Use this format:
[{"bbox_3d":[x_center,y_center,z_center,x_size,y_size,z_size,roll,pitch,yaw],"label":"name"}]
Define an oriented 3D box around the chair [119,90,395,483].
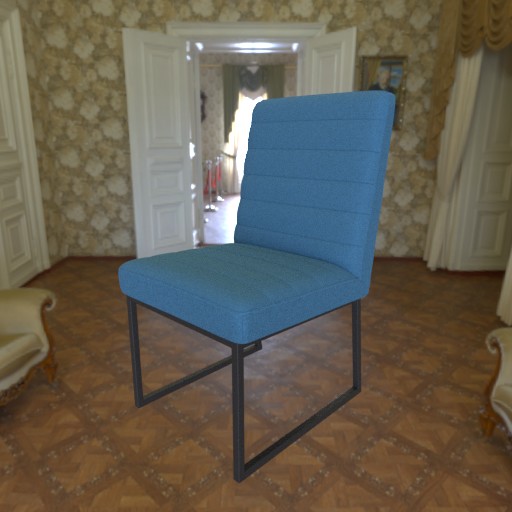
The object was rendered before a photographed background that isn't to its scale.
[{"bbox_3d":[0.000,0.000,1.305,0.520,0.930,0.634,14,20,42],"label":"chair"}]
